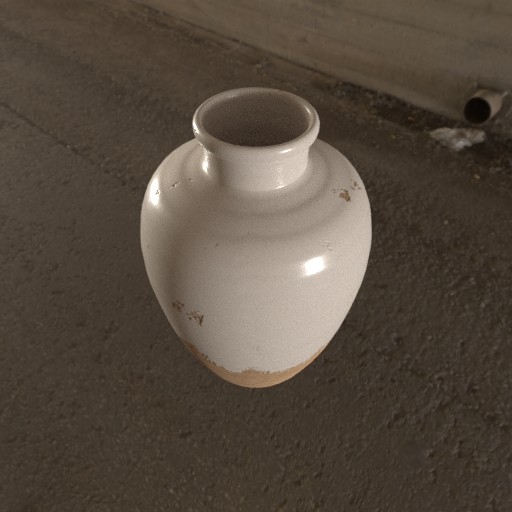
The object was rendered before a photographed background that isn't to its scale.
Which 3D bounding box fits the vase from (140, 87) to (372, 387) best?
[{"bbox_3d":[0.000,0.000,0.330,0.158,0.228,0.158,0,47,0],"label":"vase"}]
